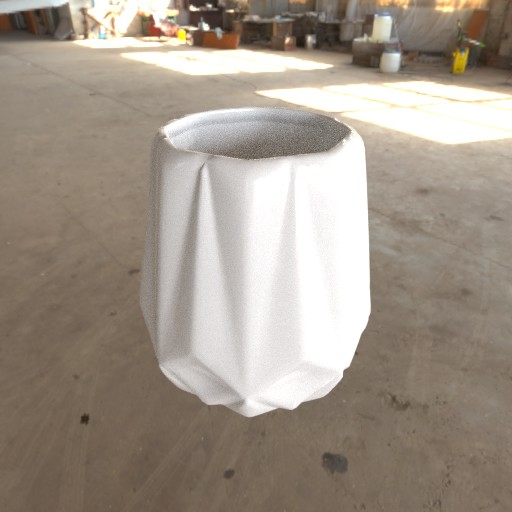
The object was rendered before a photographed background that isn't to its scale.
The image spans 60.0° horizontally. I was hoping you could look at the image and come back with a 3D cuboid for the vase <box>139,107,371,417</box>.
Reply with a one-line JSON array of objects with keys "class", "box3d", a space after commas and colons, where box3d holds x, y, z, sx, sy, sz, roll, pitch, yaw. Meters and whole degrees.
[{"class": "vase", "box3d": [0.000, 0.000, 0.263, 0.141, 0.152, 0.141, 0, 31, 0]}]
